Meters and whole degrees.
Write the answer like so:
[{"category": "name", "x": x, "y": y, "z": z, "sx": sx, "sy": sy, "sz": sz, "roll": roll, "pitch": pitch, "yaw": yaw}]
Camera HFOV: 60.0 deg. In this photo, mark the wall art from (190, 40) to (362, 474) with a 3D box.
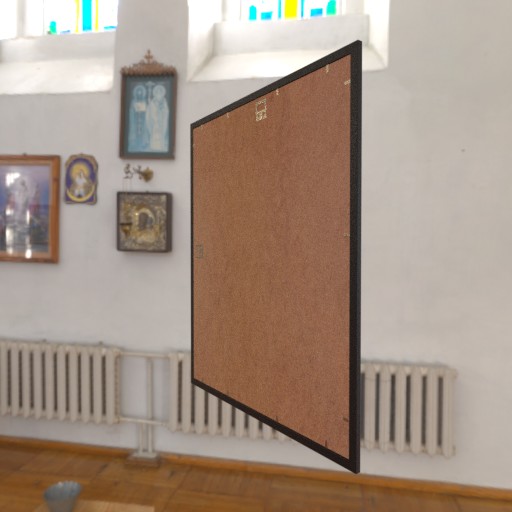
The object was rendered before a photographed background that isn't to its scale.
[{"category": "wall art", "x": 0.000, "y": 0.000, "z": 0.906, "sx": 0.018, "sy": 0.660, "sz": 0.559, "roll": -1, "pitch": 1, "yaw": -35}]
